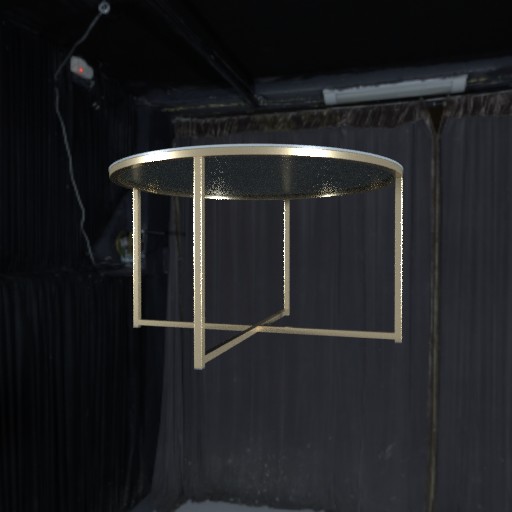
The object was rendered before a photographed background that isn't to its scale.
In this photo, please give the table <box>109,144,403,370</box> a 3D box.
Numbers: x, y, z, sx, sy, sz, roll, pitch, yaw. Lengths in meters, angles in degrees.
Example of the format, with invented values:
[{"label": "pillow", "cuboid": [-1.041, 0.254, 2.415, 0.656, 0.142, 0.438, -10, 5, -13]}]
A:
[{"label": "table", "cuboid": [0.000, 0.000, 1.272, 0.800, 0.450, 0.800, 0, 1, 0]}]
